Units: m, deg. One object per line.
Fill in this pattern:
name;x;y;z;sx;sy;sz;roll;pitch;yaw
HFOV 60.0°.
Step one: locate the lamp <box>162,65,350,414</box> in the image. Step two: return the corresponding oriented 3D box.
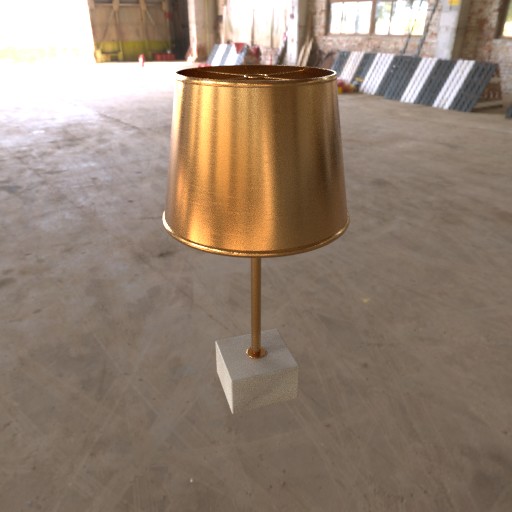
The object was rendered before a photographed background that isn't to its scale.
lamp;0.000;0.000;0.526;0.208;0.406;0.208;0;28;0
